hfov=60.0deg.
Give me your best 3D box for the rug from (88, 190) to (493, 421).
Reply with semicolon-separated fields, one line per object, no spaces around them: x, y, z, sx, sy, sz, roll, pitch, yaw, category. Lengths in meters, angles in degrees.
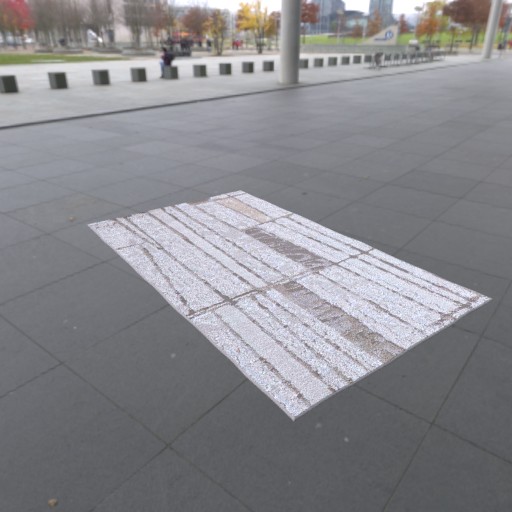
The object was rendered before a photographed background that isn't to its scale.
0.000;0.000;1.042;0.515;0.007;0.867;-18;31;-32;rug
